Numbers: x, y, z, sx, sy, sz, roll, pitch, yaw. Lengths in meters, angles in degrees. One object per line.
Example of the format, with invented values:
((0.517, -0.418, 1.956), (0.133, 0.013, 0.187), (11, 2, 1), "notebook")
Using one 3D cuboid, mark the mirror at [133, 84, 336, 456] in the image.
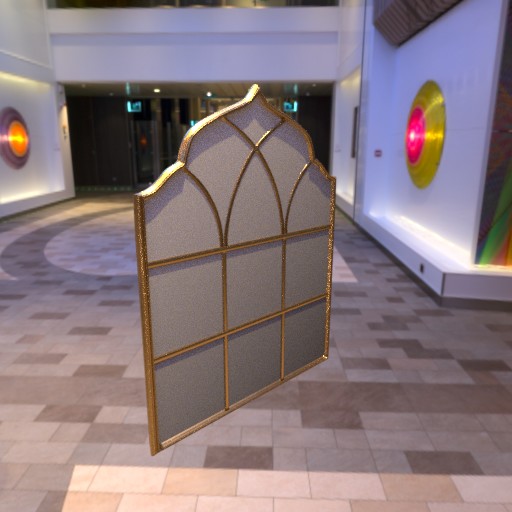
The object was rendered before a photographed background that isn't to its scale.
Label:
((0.000, 0.000, 0.873), (0.513, 0.635, 0.018), (-14, 20, -43), "mirror")
